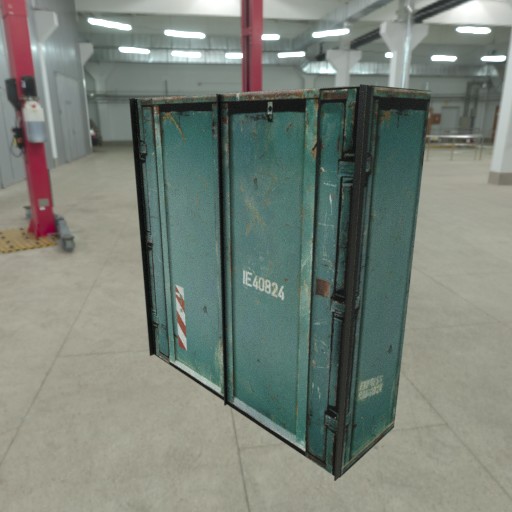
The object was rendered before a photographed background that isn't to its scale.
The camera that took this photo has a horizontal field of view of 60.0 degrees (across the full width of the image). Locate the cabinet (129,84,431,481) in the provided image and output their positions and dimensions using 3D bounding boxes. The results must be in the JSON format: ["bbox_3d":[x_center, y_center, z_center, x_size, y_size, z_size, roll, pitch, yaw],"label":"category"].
[{"bbox_3d":[0.000,0.000,3.161,0.680,2.160,2.000,-16,24,-42],"label":"cabinet"}]
